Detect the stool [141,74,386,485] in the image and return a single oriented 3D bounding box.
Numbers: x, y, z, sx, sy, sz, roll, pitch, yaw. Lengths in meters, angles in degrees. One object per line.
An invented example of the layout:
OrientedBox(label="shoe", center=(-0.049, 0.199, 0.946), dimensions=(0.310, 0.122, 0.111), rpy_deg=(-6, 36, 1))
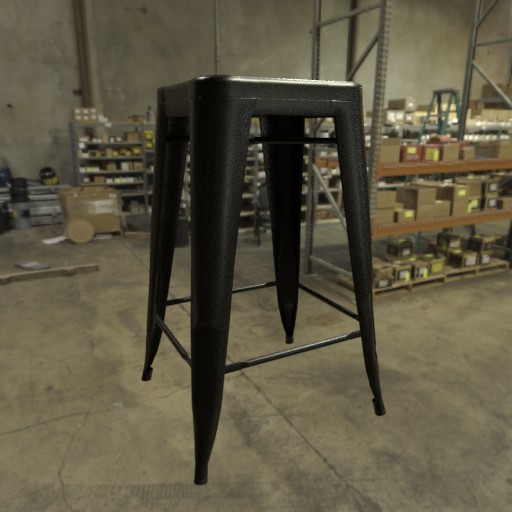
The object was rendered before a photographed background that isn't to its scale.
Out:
OrientedBox(label="stool", center=(0.000, 0.000, 0.843), dimensions=(0.399, 0.609, 0.359), rpy_deg=(-9, 18, -27))
